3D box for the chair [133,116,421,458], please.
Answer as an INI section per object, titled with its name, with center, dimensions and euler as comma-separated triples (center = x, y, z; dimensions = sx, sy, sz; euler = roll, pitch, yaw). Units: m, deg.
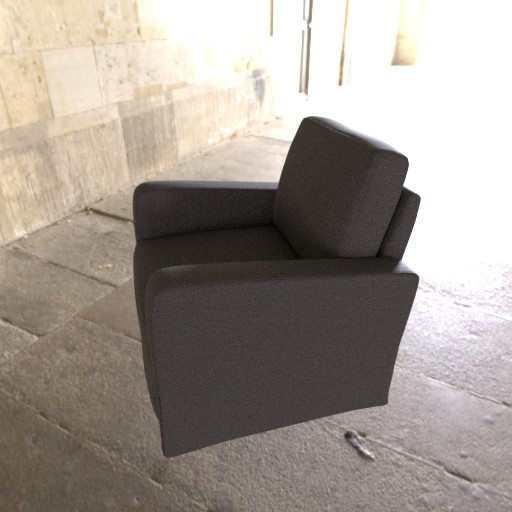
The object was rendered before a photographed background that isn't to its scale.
[chair]
center = 0.000, 0.000, 1.550
dimensions = 0.863, 0.855, 0.798
euler = -8, 31, -14
